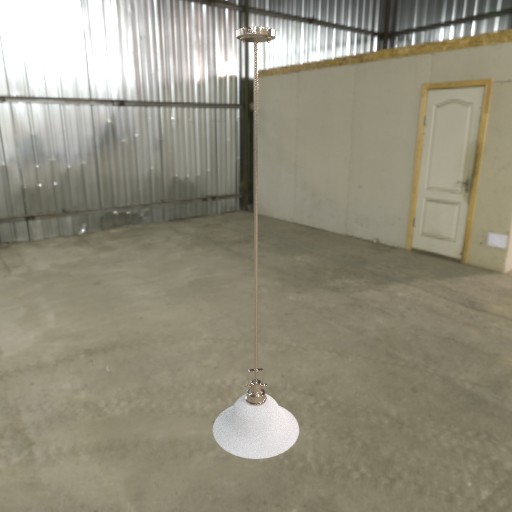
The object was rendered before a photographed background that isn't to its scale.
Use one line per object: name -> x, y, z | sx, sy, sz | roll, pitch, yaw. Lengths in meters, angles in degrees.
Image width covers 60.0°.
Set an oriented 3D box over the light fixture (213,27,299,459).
light fixture -> 0.000, 0.000, 1.471 | 0.324, 1.354, 0.324 | -2, 17, -7
